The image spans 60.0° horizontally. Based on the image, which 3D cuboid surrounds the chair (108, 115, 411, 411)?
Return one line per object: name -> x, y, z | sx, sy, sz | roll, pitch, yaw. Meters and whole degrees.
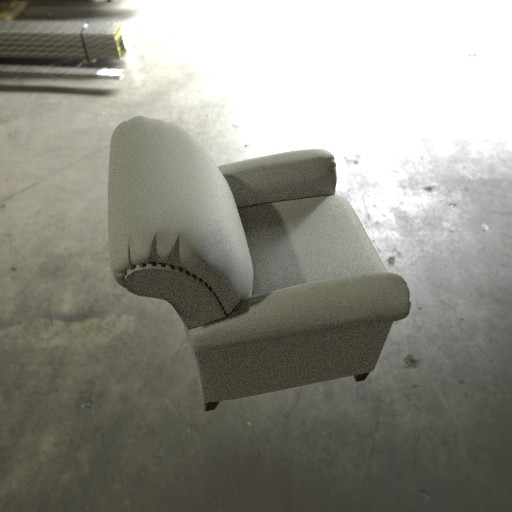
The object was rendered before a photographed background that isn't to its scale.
chair -> 0.000, 0.000, 1.643 | 0.890, 0.927, 0.854 | -9, 48, -8
